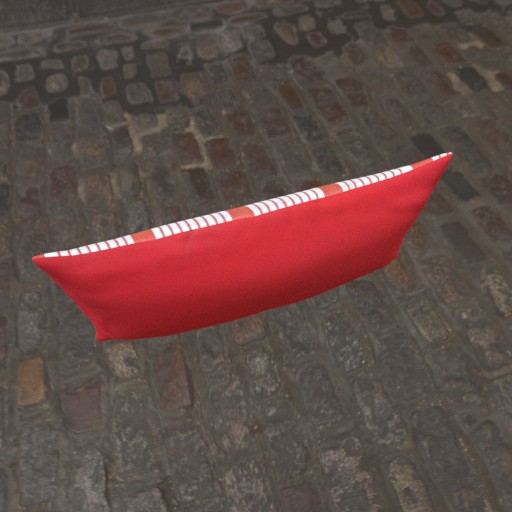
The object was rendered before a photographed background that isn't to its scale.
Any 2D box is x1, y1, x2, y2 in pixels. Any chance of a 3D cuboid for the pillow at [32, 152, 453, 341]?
[{"bbox_3d":[0.000,0.000,0.735,0.608,0.297,0.151,-15,60,-9],"label":"pillow"}]
